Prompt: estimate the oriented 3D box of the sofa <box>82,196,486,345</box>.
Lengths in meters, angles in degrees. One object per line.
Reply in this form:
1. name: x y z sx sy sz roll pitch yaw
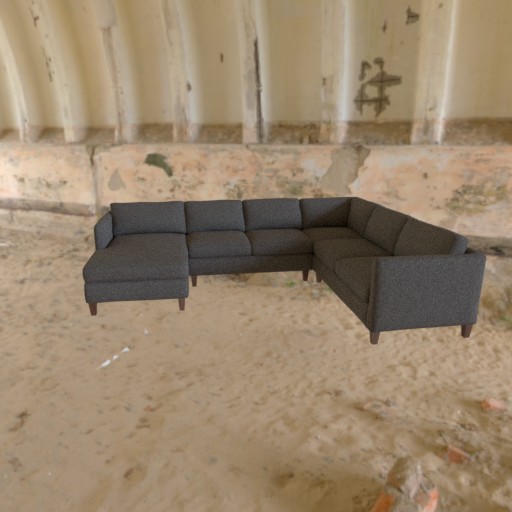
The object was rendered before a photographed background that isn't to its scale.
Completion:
1. sofa: 0.000 0.000 4.412 3.238 0.853 2.551 -2 16 -8
